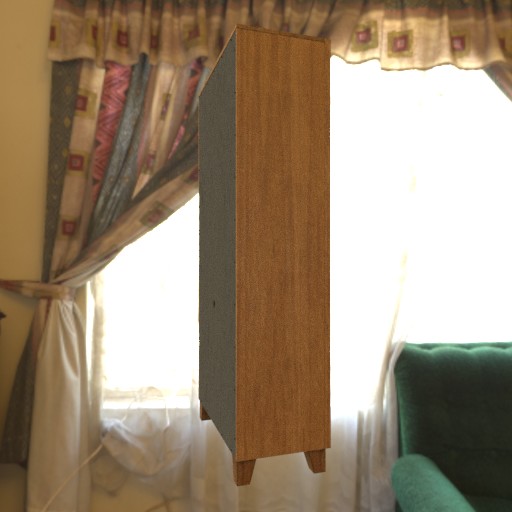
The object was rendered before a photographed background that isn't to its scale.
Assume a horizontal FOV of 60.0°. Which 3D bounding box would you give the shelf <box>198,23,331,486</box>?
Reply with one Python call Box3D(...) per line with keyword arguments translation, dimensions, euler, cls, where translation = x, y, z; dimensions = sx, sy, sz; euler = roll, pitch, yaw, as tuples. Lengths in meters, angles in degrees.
Box3D(translation=(0.000, 0.000, 2.320), dimensions=(0.453, 1.930, 0.864), euler=(0, 0, -18), cls="shelf")
